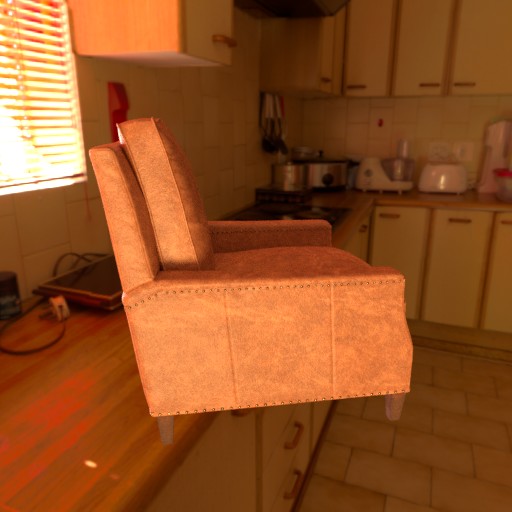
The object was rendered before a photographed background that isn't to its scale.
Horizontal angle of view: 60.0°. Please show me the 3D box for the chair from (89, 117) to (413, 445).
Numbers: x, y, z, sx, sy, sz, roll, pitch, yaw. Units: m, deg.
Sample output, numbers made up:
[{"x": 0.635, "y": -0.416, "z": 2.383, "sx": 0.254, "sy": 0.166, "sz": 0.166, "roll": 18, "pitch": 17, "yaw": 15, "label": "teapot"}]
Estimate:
[{"x": 0.000, "y": 0.000, "z": 1.773, "sx": 1.035, "sy": 1.054, "sz": 0.854, "roll": -3, "pitch": 17, "yaw": -9, "label": "chair"}]
